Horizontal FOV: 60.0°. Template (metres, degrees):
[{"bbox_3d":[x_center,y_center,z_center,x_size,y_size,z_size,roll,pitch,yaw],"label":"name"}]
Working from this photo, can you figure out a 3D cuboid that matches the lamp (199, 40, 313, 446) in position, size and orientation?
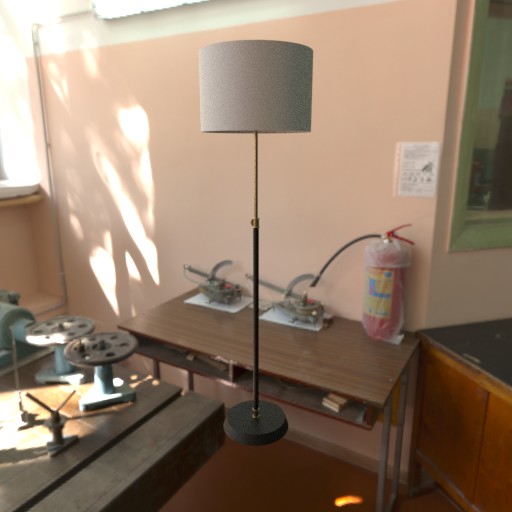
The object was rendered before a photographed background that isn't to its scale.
[{"bbox_3d":[0.000,0.000,1.752,0.404,1.517,0.404,-7,16,-25],"label":"lamp"}]
